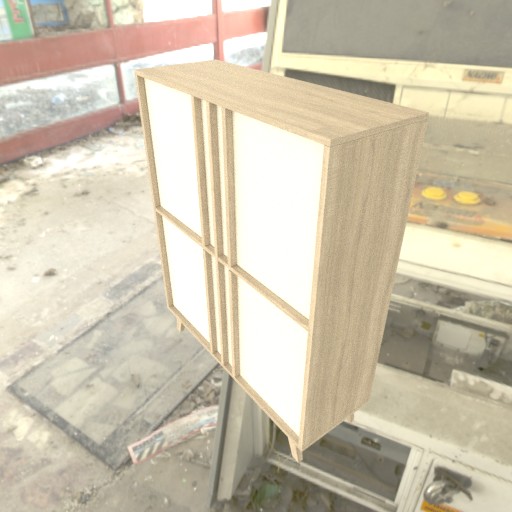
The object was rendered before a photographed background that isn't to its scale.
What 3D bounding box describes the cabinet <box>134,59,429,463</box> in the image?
[{"bbox_3d":[0.000,0.000,1.907,0.398,1.388,1.111,-23,39,-31],"label":"cabinet"}]
